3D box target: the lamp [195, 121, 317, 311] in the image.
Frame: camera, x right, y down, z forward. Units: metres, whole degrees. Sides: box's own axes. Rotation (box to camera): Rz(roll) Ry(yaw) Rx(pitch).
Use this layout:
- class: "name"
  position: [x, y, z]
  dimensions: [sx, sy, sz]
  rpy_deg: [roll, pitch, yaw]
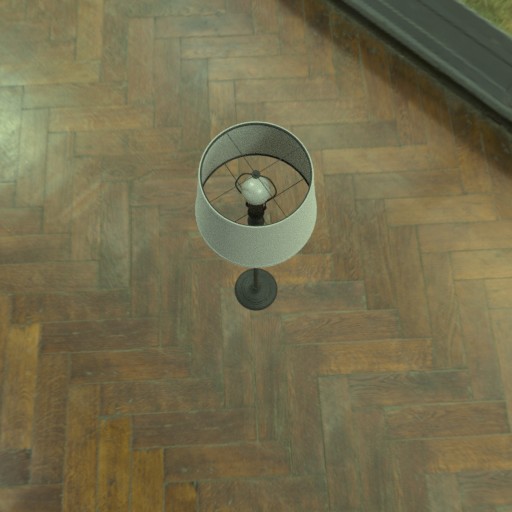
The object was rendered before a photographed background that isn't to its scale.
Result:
- class: "lamp"
  position: [0.000, 0.000, 1.703]
  dimensions: [0.327, 1.506, 0.327]
  rpy_deg: [11, 76, 3]
